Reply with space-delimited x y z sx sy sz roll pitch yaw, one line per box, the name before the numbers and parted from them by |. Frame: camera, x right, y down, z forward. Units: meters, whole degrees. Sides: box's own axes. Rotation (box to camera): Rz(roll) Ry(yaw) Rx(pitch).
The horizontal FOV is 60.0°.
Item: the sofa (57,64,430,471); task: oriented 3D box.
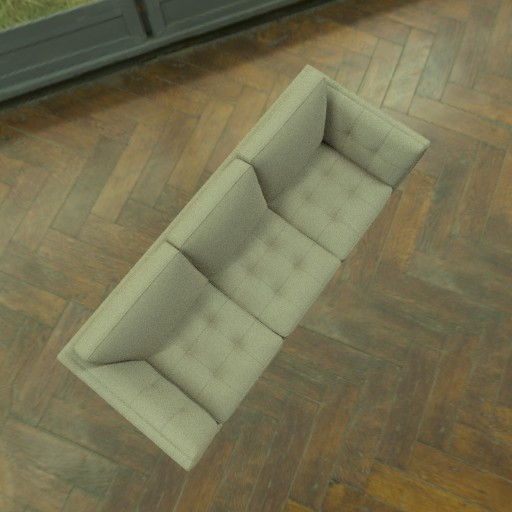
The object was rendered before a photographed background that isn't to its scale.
sofa | 0.000 0.000 2.892 0.965 0.940 2.388 36 78 9
